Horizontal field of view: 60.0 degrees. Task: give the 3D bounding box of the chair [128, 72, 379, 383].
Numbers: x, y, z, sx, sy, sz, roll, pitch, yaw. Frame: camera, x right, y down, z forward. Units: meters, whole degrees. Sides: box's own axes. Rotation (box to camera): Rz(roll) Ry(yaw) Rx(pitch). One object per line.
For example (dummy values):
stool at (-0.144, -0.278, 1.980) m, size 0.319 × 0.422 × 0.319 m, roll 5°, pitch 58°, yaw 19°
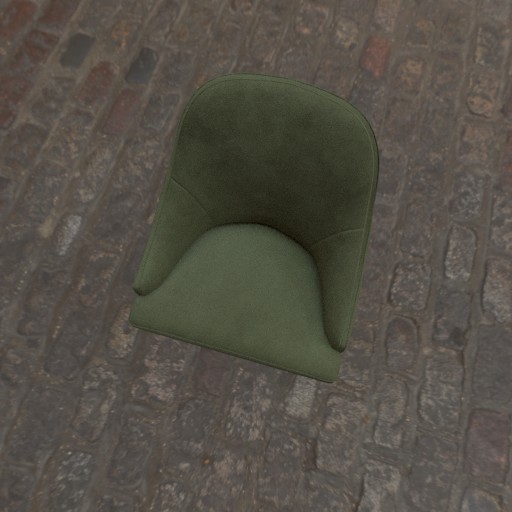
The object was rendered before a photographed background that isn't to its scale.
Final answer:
chair at (0.000, 0.000, 1.296) m, size 0.643 × 0.889 × 0.575 m, roll 15°, pitch 75°, yaw 4°
